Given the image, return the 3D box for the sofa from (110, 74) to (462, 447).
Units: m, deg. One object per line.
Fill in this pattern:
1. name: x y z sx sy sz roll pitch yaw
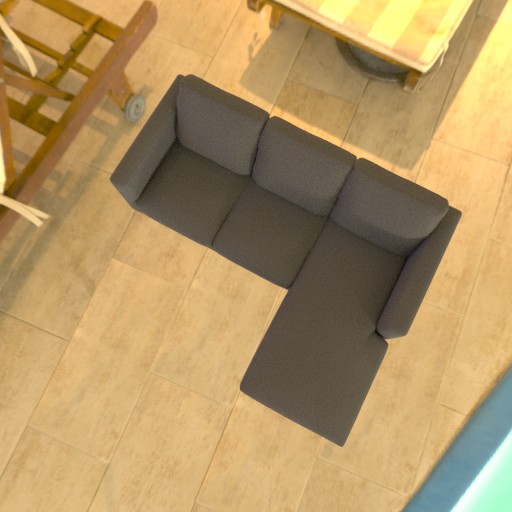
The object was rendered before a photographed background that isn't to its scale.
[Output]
1. sofa: 0.000 0.000 2.894 2.031 0.897 1.591 28 78 6
